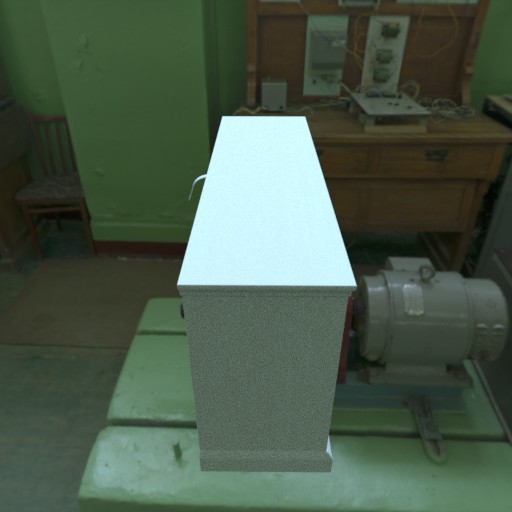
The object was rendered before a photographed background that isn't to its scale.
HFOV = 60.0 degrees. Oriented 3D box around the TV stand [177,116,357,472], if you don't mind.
[{"bbox_3d":[0.000,0.000,1.515,0.424,0.624,1.187,0,33,0],"label":"TV stand"}]
